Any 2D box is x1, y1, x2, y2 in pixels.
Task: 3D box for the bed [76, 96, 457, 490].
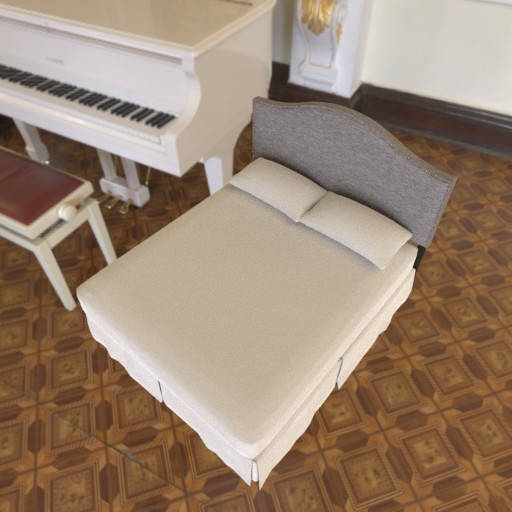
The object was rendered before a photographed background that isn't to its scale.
[{"bbox_3d":[0.000,0.000,2.853,1.610,1.295,1.870,32,54,27],"label":"bed"}]
